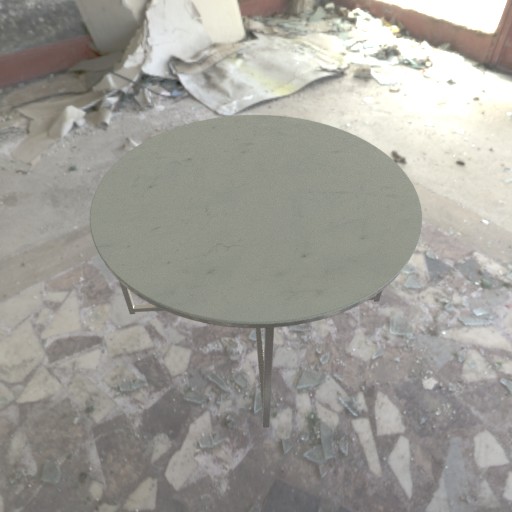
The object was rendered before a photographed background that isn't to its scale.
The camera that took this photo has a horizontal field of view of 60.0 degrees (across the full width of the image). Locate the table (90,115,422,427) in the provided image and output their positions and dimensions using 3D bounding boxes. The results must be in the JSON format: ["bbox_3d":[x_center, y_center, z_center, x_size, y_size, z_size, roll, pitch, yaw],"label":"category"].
[{"bbox_3d":[0.000,0.000,1.261,0.800,0.450,0.800,0,45,0],"label":"table"}]
